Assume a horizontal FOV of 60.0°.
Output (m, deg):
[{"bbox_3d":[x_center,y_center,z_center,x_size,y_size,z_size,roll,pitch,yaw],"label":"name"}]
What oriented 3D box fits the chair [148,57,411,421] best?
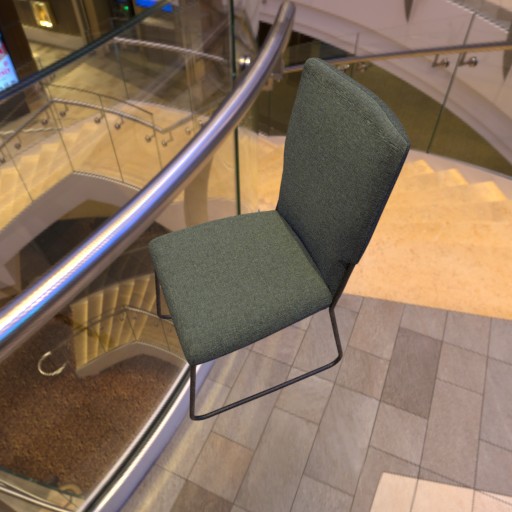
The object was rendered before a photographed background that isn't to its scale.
[{"bbox_3d":[0.000,0.000,1.323,0.635,0.931,0.480,-17,50,-15],"label":"chair"}]
